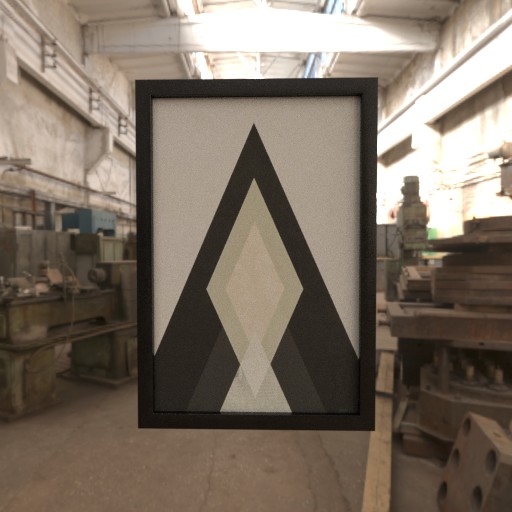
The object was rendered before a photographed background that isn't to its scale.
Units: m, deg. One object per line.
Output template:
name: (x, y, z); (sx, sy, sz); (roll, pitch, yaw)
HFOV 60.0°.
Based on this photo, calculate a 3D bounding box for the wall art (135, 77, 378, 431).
wall art: (0.000, 0.000, 0.590); (0.313, 0.457, 0.031); (0, 2, 2)
